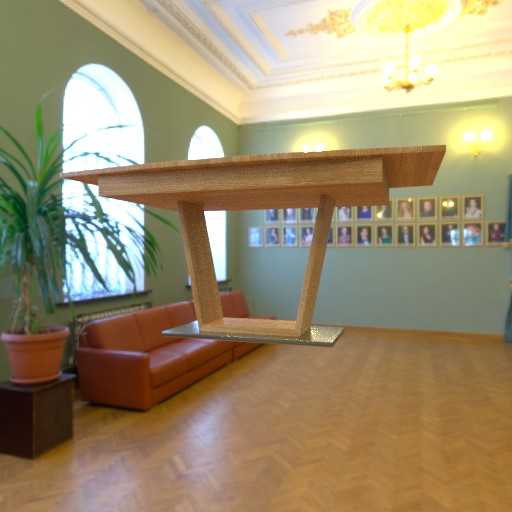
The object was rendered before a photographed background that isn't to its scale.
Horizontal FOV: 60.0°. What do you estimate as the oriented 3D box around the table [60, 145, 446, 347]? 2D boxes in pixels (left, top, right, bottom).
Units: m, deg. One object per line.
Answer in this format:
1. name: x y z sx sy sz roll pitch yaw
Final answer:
1. table: 0.000 0.000 2.101 1.598 0.748 0.900 0 0 18
